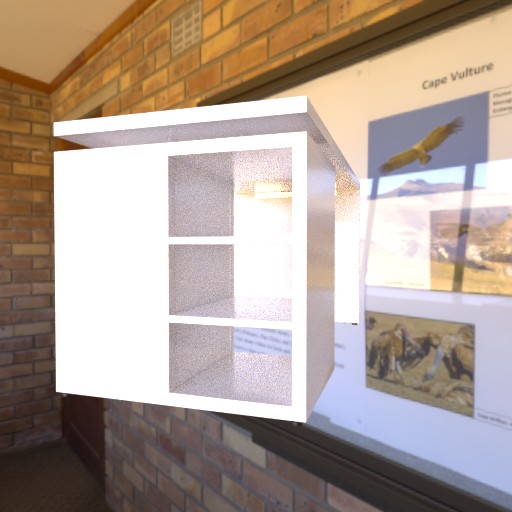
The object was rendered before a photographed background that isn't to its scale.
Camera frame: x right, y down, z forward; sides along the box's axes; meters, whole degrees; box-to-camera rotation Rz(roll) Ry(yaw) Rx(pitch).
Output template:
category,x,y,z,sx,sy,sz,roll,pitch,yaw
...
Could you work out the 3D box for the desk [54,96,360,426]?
category,x,y,z,sx,sy,sz,roll,pitch,yaw
desk,0.000,0.000,1.759,0.690,0.740,1.400,0,1,18
